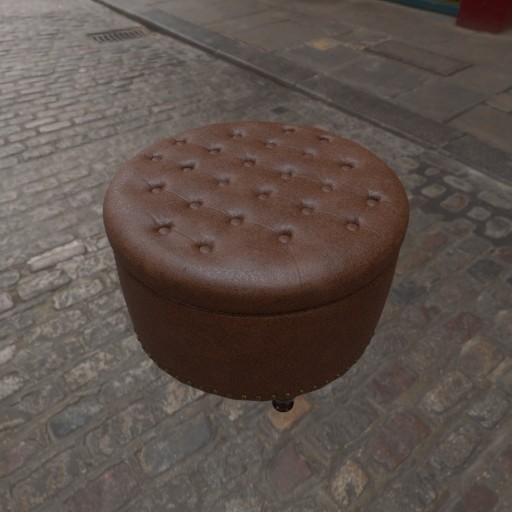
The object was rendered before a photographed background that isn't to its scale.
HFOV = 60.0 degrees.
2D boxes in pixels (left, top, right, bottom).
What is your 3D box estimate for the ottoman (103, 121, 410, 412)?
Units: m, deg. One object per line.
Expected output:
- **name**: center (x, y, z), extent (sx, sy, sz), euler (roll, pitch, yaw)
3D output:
- **ottoman**: center (0.000, 0.000, 1.068), extent (0.637, 0.442, 0.637), euler (0, 41, 0)
